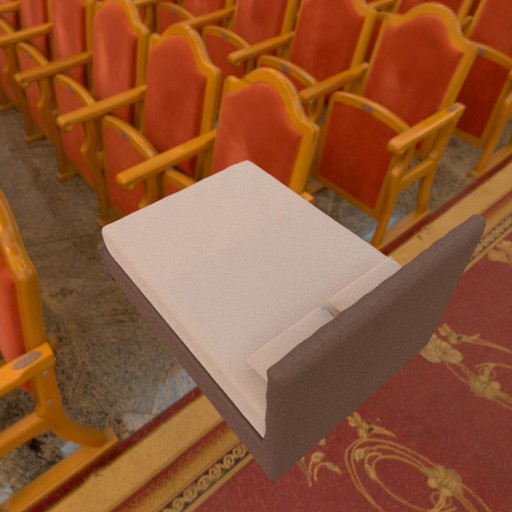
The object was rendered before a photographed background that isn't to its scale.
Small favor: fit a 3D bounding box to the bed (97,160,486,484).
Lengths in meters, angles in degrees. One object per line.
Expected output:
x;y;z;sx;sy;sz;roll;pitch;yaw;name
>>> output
0.000;0.000;3.415;1.698;1.427;2.387;-31;54;-26;bed
